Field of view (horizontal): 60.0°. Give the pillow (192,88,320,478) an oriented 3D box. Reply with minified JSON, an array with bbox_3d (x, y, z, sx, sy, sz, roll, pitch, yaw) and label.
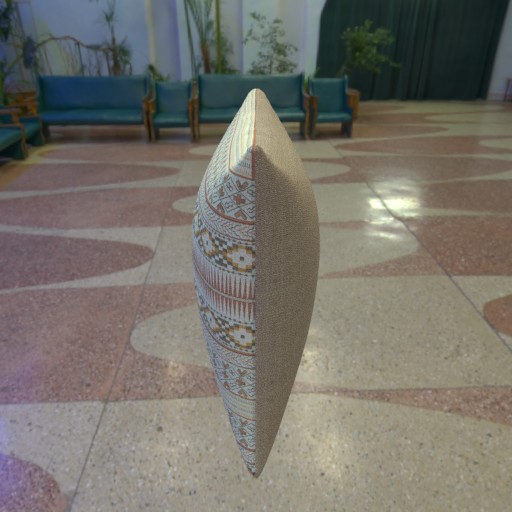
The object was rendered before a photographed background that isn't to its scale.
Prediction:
[{"bbox_3d":[0.000,0.000,0.799,0.215,0.519,0.521,0,28,0],"label":"pillow"}]
